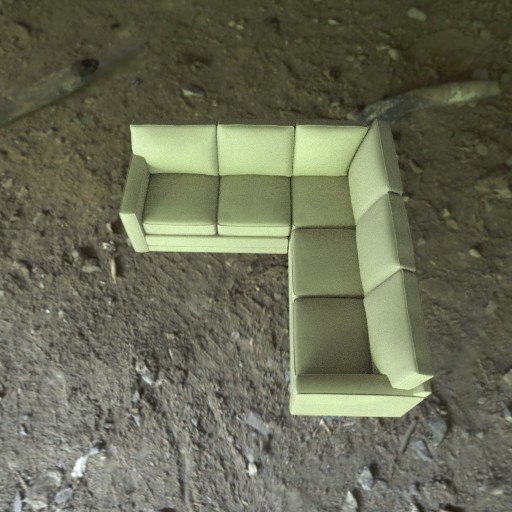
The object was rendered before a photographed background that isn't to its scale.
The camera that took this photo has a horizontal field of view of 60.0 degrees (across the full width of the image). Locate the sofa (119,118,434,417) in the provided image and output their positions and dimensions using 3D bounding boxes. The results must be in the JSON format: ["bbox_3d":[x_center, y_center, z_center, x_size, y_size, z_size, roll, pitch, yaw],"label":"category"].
[{"bbox_3d":[0.000,0.000,3.443,2.182,0.939,2.189,1,59,1],"label":"sofa"}]
